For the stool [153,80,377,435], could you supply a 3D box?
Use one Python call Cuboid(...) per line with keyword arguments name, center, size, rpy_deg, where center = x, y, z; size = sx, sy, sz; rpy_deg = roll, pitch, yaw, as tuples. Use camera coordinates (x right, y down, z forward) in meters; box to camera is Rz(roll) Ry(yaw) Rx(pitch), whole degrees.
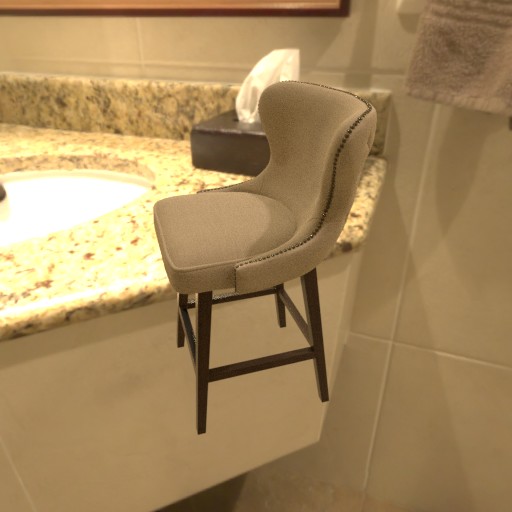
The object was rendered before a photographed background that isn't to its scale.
Cuboid(name="stool", center=(0.000, 0.000, 1.418), size=(0.597, 0.972, 0.615), rpy_deg=(-9, 31, -15))
